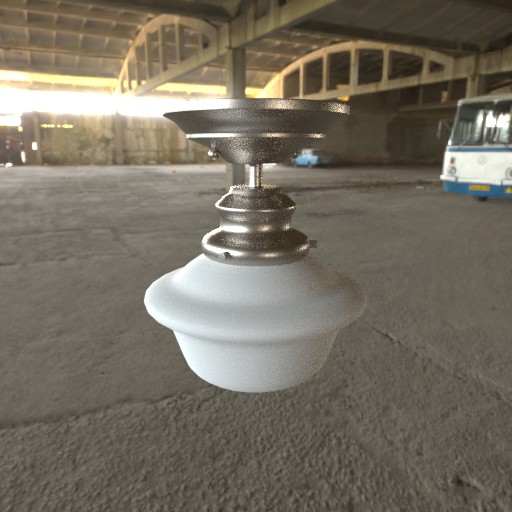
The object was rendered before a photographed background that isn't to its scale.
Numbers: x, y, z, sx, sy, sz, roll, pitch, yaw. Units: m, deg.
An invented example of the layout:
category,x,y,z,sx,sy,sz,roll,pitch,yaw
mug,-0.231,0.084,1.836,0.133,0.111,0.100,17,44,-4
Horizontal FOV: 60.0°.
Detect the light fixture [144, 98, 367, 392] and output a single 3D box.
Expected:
category,x,y,z,sx,sy,sz,roll,pitch,yaw
light fixture,0.000,0.000,0.397,0.199,0.254,0.199,0,14,0
